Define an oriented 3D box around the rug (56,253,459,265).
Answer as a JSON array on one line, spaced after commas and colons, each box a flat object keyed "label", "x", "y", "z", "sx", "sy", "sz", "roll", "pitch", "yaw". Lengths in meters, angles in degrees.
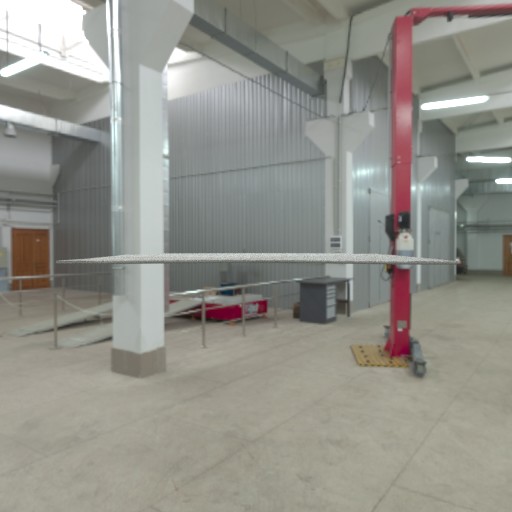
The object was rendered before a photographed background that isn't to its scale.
[{"label": "rug", "x": 0.000, "y": 0.000, "z": 4.258, "sx": 2.434, "sy": 0.045, "sz": 3.202, "roll": 0, "pitch": 1, "yaw": 0}]
